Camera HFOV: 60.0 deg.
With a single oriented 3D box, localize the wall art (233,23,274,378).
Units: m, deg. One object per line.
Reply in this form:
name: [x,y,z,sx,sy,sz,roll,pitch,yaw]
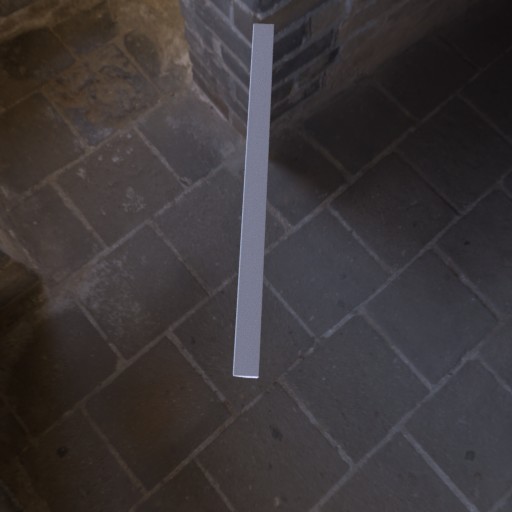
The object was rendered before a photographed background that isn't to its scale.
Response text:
wall art: [0.000,0.000,0.765,0.025,0.608,0.405,3,75,1]
